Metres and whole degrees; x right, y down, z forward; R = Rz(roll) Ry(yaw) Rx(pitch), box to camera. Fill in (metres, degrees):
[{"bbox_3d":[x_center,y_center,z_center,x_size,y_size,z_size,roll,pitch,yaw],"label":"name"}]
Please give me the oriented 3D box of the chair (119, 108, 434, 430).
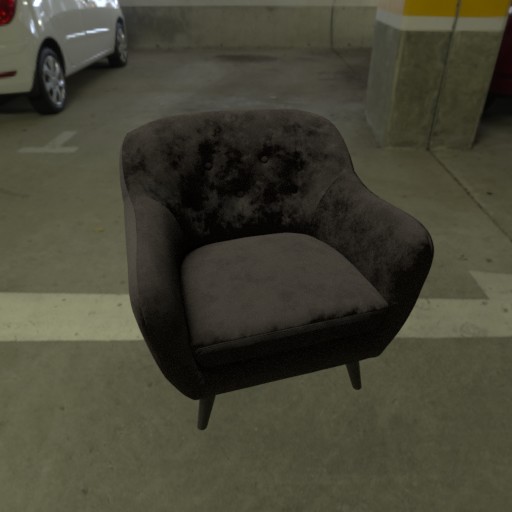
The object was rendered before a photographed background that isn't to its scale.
[{"bbox_3d":[0.000,0.000,1.520,0.840,0.807,0.819,-9,33,-14],"label":"chair"}]
